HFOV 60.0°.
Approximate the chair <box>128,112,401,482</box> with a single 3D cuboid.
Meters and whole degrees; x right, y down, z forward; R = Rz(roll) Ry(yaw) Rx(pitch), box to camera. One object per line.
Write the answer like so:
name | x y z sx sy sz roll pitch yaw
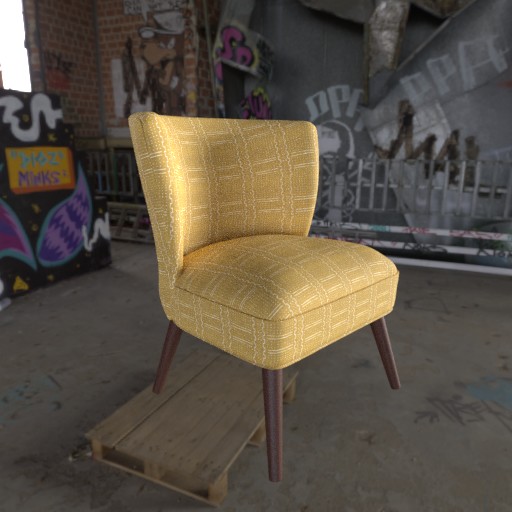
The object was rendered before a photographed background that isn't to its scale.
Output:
chair | 0.000 0.000 1.399 0.706 0.866 0.758 -14 20 -43
